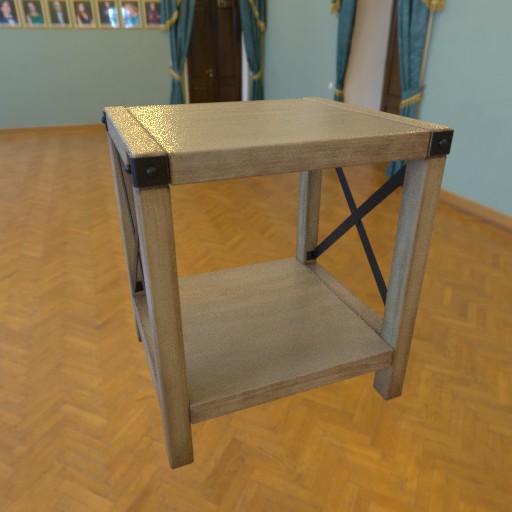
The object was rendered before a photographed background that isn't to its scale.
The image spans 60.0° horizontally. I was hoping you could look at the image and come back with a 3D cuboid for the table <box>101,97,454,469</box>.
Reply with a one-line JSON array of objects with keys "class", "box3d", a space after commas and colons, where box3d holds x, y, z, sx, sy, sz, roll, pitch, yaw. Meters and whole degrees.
[{"class": "table", "box3d": [0.000, 0.000, 0.920, 0.510, 0.561, 0.459, -10, 28, -19]}]
